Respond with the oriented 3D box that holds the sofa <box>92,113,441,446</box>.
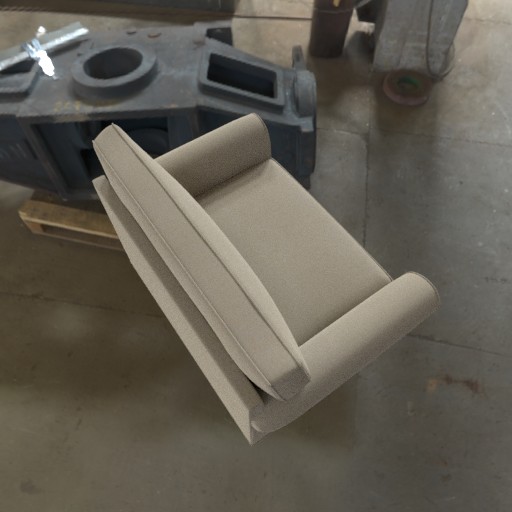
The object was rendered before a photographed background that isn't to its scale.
[{"bbox_3d":[0.000,0.000,2.099,0.937,1.006,1.405,-31,64,-18],"label":"sofa"}]
